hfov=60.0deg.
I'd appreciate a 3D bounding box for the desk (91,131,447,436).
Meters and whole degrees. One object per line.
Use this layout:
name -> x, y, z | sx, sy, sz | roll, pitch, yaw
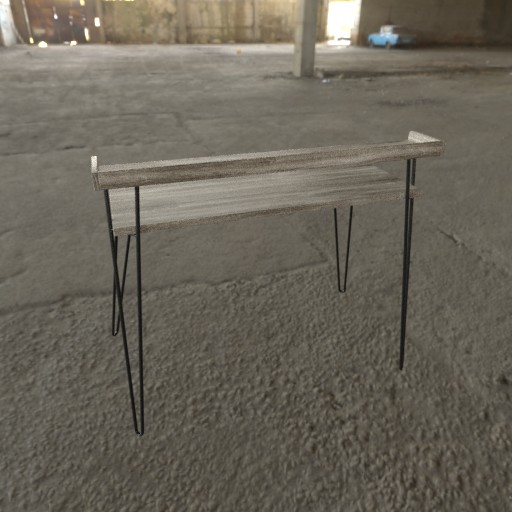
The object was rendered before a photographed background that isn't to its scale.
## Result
desk -> 0.000, 0.000, 1.648 | 1.135, 0.899, 0.605 | -9, 29, -16
